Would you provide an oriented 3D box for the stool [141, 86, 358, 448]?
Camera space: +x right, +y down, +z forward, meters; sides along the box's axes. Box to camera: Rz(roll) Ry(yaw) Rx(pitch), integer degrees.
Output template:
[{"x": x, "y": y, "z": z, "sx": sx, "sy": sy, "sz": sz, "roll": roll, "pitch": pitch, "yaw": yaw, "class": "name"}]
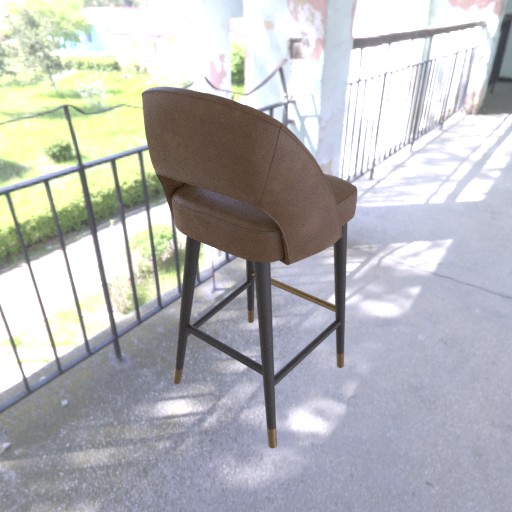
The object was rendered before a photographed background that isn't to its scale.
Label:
[{"x": 0.000, "y": 0.000, "z": 1.350, "sx": 0.494, "sy": 1.037, "sz": 0.509, "roll": 22, "pitch": 37, "yaw": 32, "class": "stool"}]
